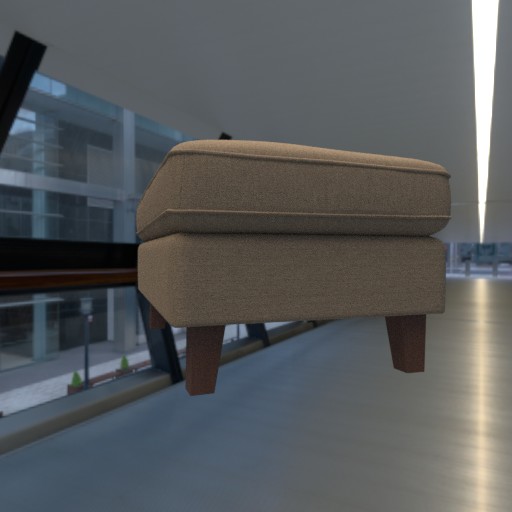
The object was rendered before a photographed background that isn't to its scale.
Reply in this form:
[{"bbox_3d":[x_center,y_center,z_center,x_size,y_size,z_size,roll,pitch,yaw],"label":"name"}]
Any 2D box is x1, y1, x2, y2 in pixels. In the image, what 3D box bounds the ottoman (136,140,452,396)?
[{"bbox_3d":[0.000,0.000,1.306,0.636,0.521,0.945,0,0,-19],"label":"ottoman"}]
